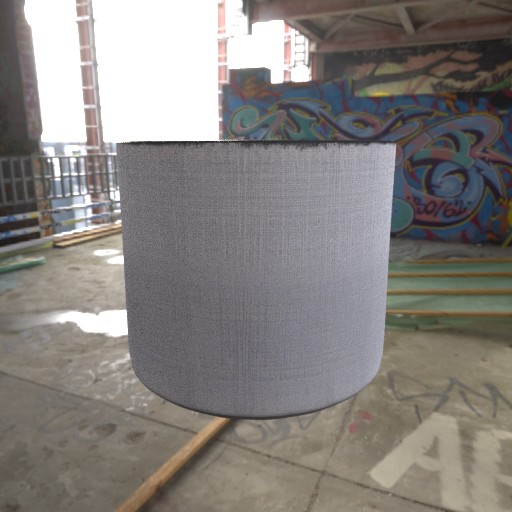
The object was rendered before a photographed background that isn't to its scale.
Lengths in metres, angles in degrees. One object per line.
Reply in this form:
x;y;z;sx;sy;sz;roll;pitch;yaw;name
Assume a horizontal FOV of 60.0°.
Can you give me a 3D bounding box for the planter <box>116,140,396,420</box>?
0.000;0.000;0.439;0.254;0.221;0.254;0;14;0;planter
